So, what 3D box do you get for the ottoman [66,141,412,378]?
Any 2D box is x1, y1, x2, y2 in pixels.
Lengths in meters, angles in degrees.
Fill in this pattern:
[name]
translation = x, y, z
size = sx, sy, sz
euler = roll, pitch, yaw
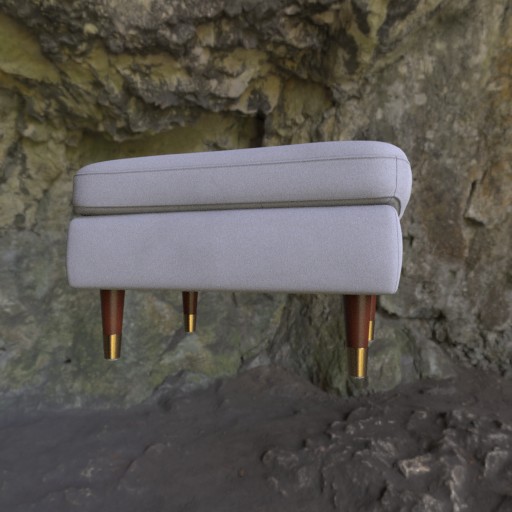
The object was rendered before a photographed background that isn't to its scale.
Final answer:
[ottoman]
translation = 0.000, 0.000, 1.132
size = 0.747, 0.478, 0.593
euler = 0, -1, 17
